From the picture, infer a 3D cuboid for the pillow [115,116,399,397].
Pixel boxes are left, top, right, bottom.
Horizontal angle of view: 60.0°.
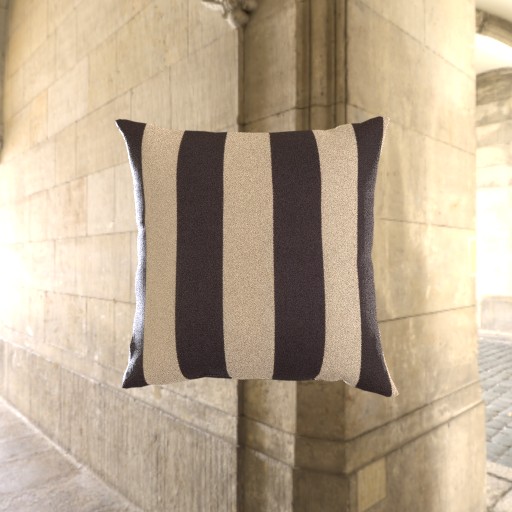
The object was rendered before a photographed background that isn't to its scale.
[{"bbox_3d":[0.000,0.000,0.832,0.536,0.526,0.189,0,-1,0],"label":"pillow"}]
